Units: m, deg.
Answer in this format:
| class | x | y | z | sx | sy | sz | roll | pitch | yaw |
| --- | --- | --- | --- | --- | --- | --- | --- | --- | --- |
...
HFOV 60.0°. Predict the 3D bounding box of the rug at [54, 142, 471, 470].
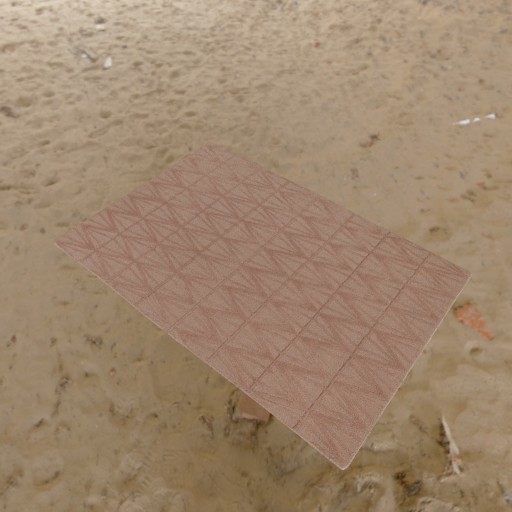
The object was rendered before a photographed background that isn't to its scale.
| class | x | y | z | sx | sy | sz | roll | pitch | yaw |
| --- | --- | --- | --- | --- | --- | --- | --- | --- | --- |
| rug | 0.000 | 0.000 | 2.311 | 1.837 | 0.025 | 1.230 | 31 | 55 | 26 |
